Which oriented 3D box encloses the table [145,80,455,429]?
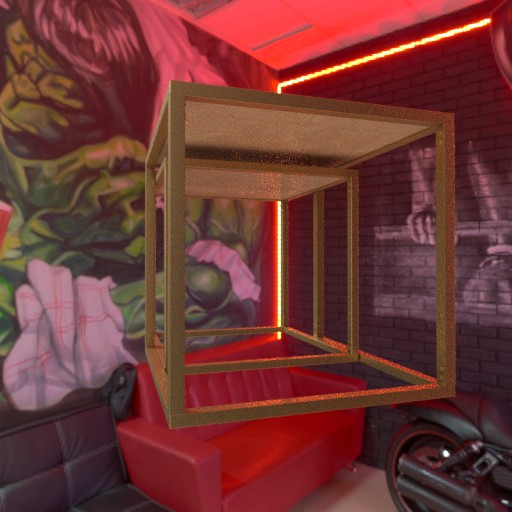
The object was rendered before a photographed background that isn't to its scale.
[{"bbox_3d":[0.000,0.000,1.076,0.505,0.505,0.762,0,0,-18],"label":"table"}]
